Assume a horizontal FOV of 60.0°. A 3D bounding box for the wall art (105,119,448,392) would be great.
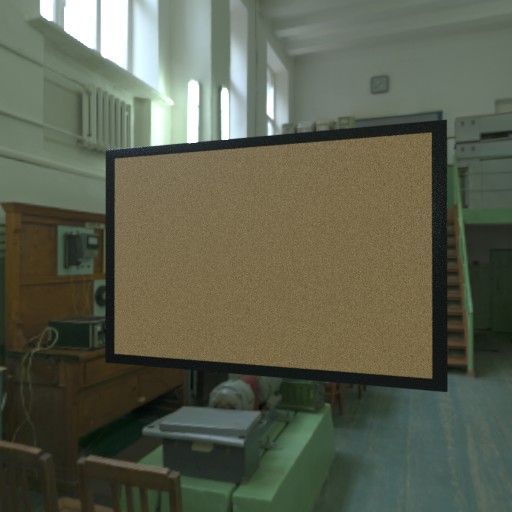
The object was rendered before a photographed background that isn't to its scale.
[{"bbox_3d":[0.000,0.000,1.030,0.819,0.552,0.015,0,0,18],"label":"wall art"}]
